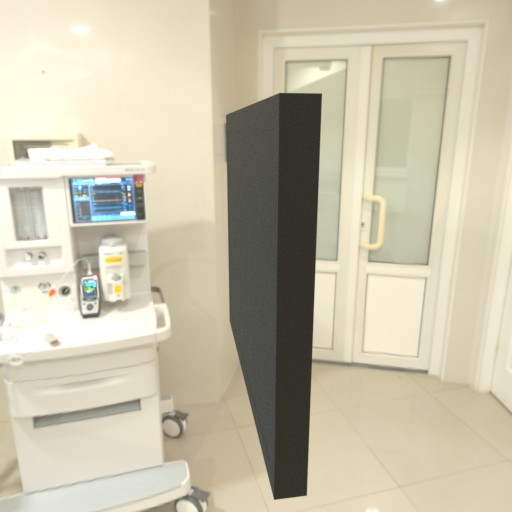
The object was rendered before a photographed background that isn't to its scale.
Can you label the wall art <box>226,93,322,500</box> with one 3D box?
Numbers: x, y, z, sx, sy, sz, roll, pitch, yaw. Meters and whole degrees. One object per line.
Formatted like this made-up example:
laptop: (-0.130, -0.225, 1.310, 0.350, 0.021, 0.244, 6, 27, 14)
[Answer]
wall art: (0.000, 0.000, 0.521, 0.029, 0.330, 0.381, -2, 16, -9)
